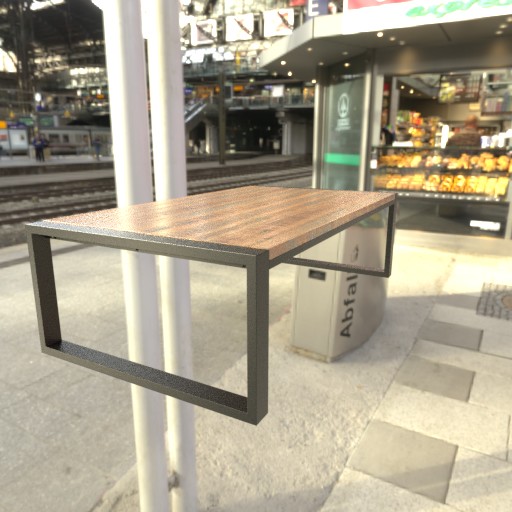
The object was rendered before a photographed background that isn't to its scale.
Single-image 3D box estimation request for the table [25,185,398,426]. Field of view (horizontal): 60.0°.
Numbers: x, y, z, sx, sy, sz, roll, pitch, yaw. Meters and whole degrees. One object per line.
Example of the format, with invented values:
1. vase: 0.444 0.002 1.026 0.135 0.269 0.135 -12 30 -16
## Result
1. table: 0.000 0.000 1.701 0.750 0.400 1.350 8 16 28
